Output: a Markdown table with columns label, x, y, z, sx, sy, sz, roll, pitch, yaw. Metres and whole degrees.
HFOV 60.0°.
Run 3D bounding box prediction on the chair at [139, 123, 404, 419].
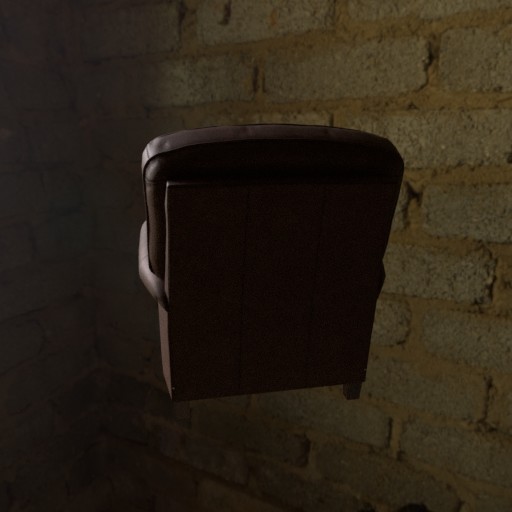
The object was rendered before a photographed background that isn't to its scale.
| label | x | y | z | sx | sy | sz | roll | pitch | yaw |
| --- | --- | --- | --- | --- | --- | --- | --- | --- | --- |
| chair | 0.000 | 0.000 | 1.811 | 0.936 | 1.018 | 0.986 | -3 | 15 | -10 |
